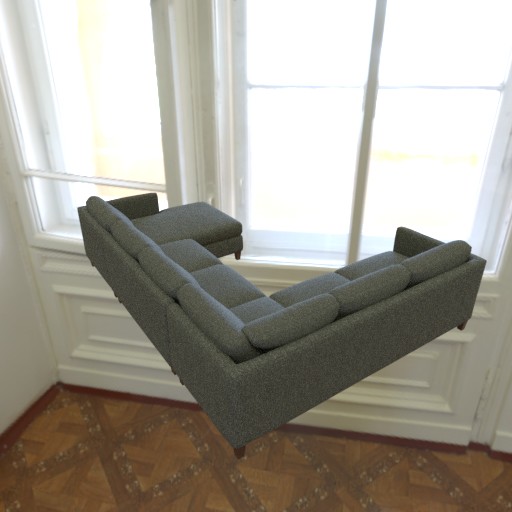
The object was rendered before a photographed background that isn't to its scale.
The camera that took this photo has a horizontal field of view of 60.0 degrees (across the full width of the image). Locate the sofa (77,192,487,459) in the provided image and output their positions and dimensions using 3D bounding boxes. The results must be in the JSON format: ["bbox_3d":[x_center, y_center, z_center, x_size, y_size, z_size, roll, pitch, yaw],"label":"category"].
[{"bbox_3d":[0.000,0.000,4.363,2.551,0.853,3.238,-17,32,-30],"label":"sofa"}]
